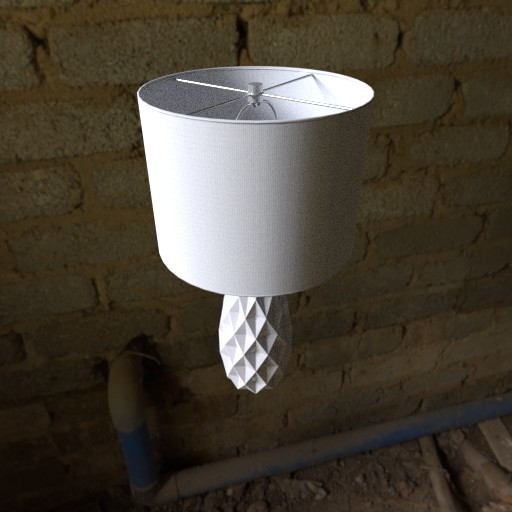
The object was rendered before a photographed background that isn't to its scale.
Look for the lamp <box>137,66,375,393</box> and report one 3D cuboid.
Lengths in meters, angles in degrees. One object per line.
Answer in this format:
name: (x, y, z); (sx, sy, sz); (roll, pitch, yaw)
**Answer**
lamp: (0.000, 0.000, 0.707); (0.297, 0.522, 0.297); (0, 33, 0)
